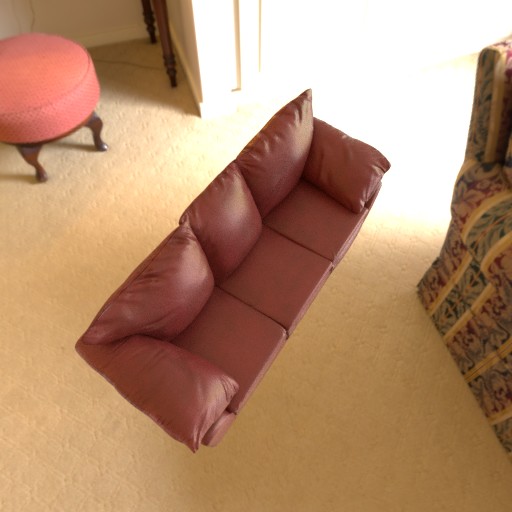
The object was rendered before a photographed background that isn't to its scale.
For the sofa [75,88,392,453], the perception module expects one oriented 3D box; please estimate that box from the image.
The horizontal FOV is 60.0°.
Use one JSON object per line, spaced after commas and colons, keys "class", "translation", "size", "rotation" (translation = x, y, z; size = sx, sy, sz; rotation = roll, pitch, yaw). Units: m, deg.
{"class": "sofa", "translation": [0.000, 0.000, 2.928], "size": [0.907, 1.091, 2.390], "rotation": [29, 61, 17]}
